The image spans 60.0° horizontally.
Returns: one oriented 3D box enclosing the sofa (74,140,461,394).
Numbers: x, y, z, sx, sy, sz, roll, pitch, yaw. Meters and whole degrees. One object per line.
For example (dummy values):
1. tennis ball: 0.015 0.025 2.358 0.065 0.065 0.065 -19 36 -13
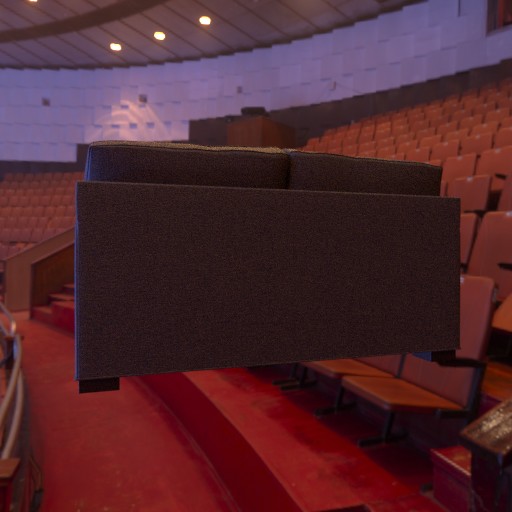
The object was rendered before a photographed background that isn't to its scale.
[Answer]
1. sofa: 0.000 0.000 2.112 1.534 0.887 0.974 0 1 -17
